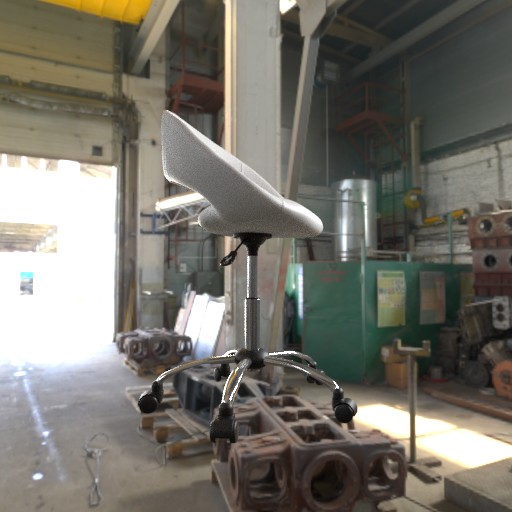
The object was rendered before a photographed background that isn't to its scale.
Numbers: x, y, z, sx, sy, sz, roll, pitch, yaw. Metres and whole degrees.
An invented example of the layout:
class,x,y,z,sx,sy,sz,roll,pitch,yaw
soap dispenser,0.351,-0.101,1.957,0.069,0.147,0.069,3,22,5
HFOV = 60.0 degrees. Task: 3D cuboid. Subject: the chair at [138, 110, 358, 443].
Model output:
class,x,y,z,sx,sy,sz,roll,pitch,yaw
chair,0.000,0.000,1.198,0.538,0.791,0.612,-1,-3,18
